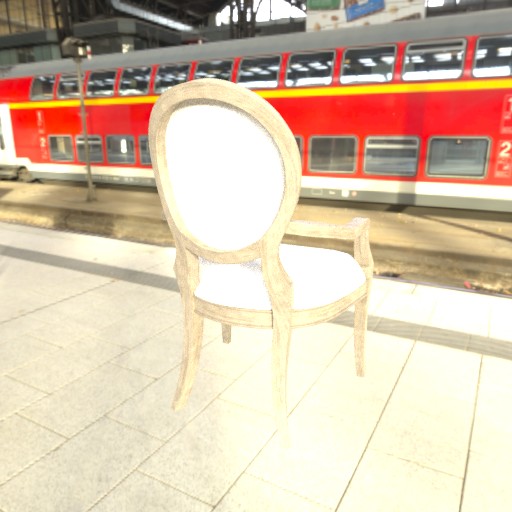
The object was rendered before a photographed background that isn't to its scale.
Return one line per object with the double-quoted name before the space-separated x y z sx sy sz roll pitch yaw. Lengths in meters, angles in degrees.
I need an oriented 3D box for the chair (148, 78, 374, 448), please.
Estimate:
"chair" 0.000 0.000 1.390 0.611 0.991 0.602 8 18 26
